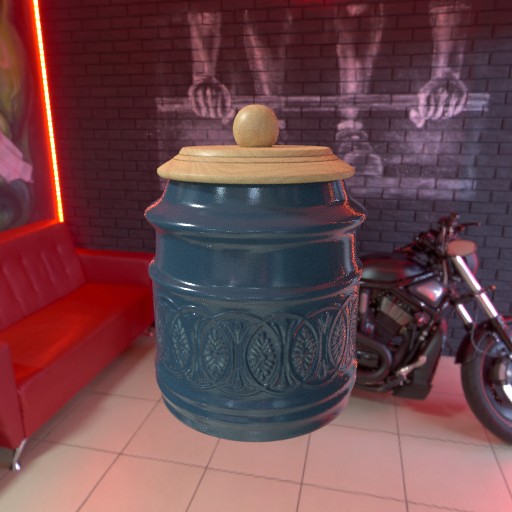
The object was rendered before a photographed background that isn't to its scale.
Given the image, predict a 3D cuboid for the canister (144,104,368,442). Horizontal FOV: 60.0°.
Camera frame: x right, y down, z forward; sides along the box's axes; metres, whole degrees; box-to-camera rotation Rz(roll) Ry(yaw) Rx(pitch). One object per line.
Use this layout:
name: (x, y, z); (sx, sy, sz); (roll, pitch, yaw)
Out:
canister: (0.000, 0.000, 0.273); (0.130, 0.176, 0.130); (0, 15, 0)
